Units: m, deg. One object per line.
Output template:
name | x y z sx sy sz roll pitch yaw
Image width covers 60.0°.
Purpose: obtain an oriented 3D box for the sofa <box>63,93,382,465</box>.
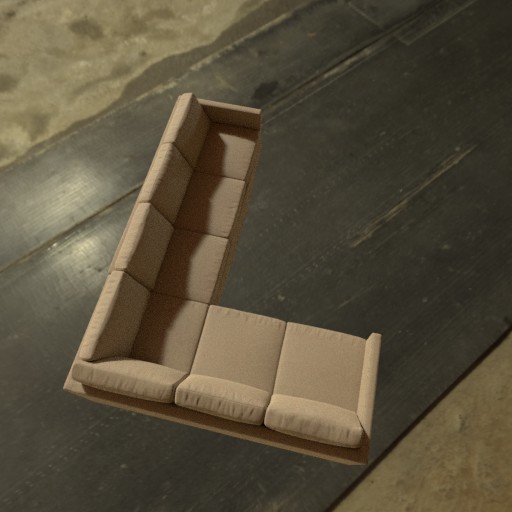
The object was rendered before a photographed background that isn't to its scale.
sofa | 0.000 0.000 4.248 2.432 0.871 3.182 12 65 5
